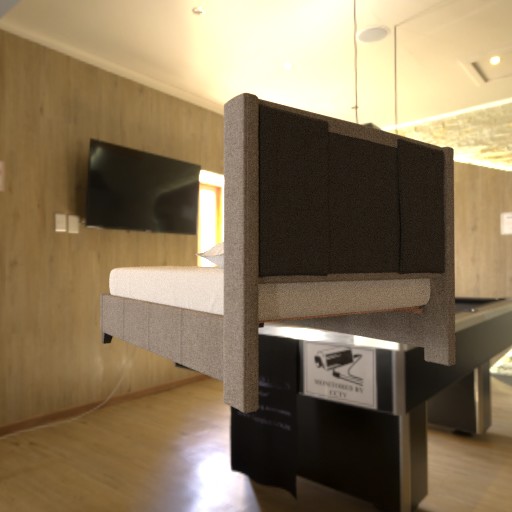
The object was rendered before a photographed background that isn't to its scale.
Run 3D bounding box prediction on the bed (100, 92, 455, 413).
[{"bbox_3d":[0.000,0.000,3.407,1.714,1.476,2.245,1,-1,-35],"label":"bed"}]
